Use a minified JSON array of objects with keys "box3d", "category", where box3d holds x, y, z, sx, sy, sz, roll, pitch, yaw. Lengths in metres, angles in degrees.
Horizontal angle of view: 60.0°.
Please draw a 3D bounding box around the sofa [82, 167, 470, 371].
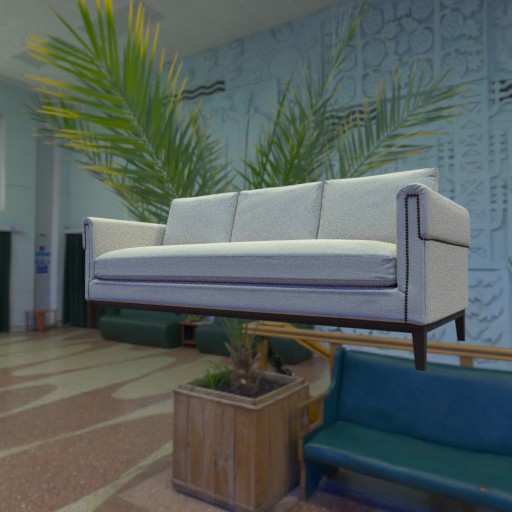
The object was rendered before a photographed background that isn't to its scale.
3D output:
[{"box3d":[0.000,0.000,2.628,2.198,0.911,0.902,-1,-2,35],"category":"sofa"}]
